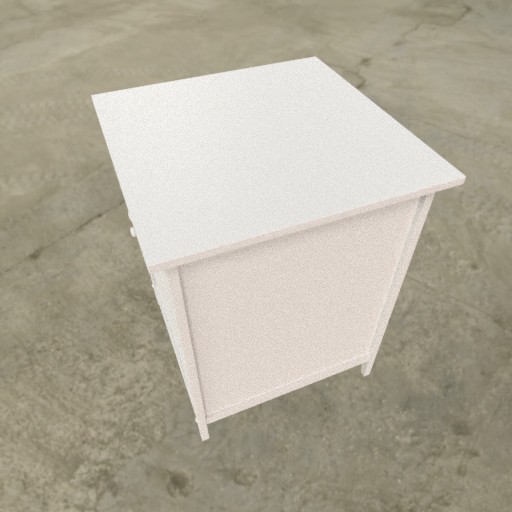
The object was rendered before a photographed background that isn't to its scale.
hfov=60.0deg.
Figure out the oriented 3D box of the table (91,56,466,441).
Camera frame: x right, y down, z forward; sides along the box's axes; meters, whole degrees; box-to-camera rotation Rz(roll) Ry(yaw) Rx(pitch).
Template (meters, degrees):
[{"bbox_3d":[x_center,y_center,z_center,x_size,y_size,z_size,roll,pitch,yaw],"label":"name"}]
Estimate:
[{"bbox_3d":[0.000,0.000,0.768,0.381,0.483,0.381,-16,48,-15],"label":"table"}]
